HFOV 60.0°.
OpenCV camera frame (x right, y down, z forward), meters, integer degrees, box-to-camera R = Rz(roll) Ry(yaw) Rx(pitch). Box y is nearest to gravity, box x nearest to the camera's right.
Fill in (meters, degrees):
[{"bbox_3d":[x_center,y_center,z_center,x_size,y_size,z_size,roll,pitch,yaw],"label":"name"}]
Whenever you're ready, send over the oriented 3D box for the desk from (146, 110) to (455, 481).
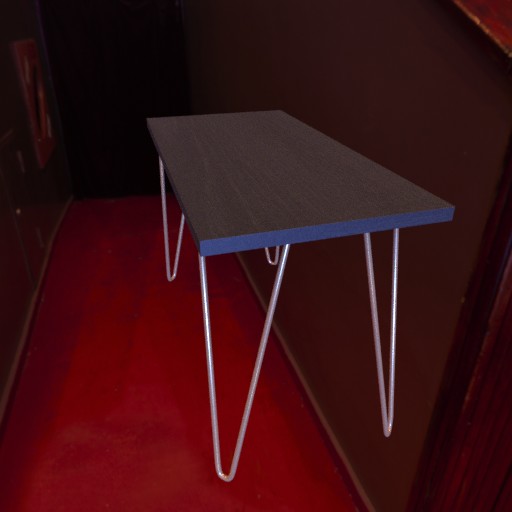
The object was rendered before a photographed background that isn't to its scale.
[{"bbox_3d":[0.000,0.000,1.364,0.499,0.660,0.991,-8,30,-15],"label":"desk"}]
